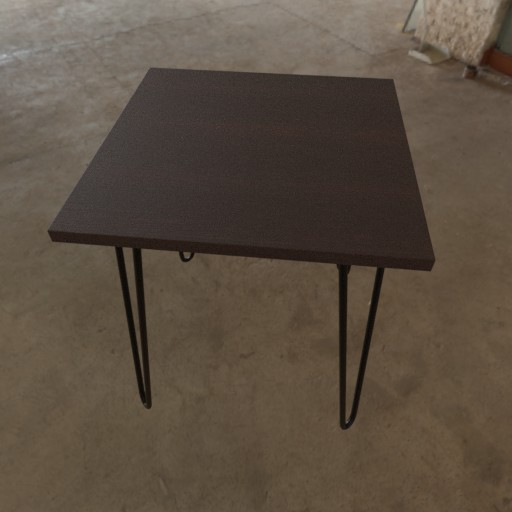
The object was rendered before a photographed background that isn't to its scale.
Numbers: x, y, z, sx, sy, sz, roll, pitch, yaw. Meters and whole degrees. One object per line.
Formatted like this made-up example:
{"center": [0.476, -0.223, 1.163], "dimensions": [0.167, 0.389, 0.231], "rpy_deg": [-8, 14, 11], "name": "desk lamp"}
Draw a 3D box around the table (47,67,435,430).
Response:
{"center": [0.000, 0.000, 0.932], "dimensions": [0.495, 0.559, 0.495], "rpy_deg": [4, 47, 4], "name": "table"}
